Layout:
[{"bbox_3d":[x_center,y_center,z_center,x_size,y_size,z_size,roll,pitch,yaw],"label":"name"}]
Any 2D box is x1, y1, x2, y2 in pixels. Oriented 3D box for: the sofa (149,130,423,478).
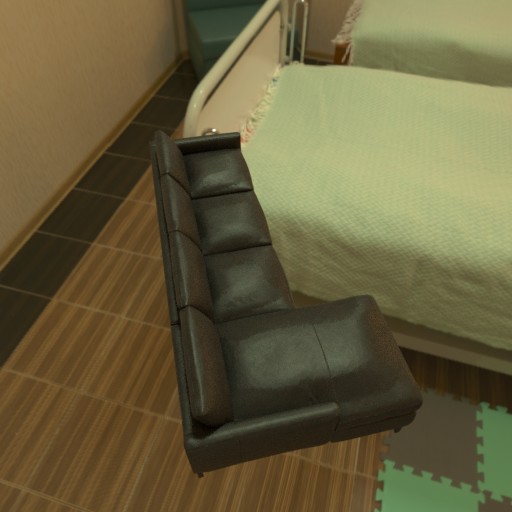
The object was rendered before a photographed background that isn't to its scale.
[{"bbox_3d":[0.000,0.000,3.615,1.471,0.859,2.993,-10,49,-8],"label":"sofa"}]
